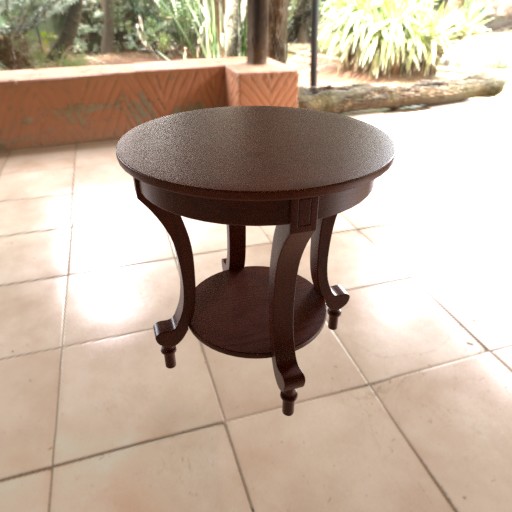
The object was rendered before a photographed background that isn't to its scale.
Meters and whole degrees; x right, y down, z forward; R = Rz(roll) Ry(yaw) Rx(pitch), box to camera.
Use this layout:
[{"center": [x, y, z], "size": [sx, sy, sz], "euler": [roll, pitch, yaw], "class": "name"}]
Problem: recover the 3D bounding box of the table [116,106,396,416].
[{"center": [0.000, 0.000, 1.135], "size": [0.597, 0.612, 0.597], "euler": [0, 32, 0], "class": "table"}]
